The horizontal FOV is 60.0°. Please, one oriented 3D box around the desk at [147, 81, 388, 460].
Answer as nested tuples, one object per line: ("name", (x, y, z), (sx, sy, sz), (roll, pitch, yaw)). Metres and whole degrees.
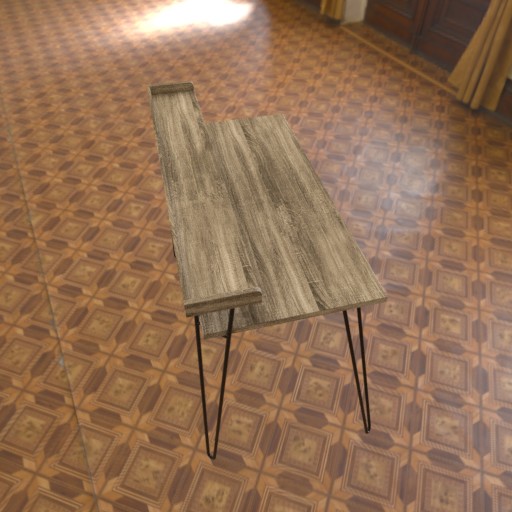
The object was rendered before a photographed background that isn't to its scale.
("desk", (0.000, 0.000, 1.639), (0.605, 0.899, 1.135), (-10, 47, -10))
